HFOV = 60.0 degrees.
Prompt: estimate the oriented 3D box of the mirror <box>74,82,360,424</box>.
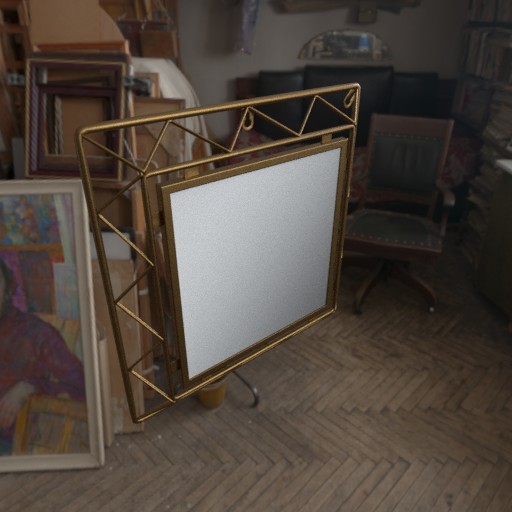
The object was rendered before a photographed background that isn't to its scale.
[{"bbox_3d":[0.000,0.000,0.618,0.416,0.414,0.046,-22,37,-33],"label":"mirror"}]
